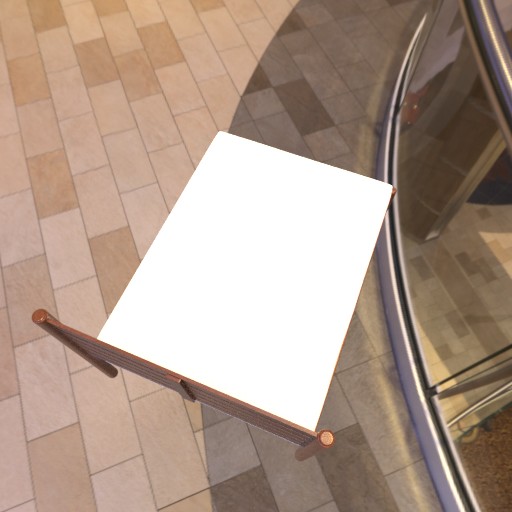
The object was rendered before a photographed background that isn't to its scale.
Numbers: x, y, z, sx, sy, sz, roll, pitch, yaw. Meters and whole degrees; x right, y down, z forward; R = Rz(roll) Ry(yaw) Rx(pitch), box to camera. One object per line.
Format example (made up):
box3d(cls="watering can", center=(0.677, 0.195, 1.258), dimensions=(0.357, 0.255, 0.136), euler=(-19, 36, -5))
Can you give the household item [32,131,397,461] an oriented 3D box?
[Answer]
box3d(cls="household item", center=(0.000, 0.000, 3.236), dimensions=(1.663, 1.356, 2.232), euler=(20, 65, 10))
